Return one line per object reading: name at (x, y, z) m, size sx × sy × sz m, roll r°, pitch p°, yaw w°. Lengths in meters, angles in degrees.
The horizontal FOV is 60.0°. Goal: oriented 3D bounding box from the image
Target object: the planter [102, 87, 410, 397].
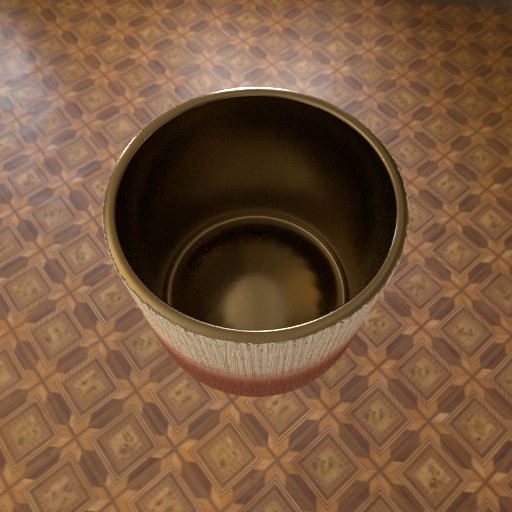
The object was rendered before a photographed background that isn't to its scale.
planter at (0.000, 0.000, 0.459) m, size 0.254 × 0.221 × 0.254 m, roll 0°, pitch 63°, yaw 0°
